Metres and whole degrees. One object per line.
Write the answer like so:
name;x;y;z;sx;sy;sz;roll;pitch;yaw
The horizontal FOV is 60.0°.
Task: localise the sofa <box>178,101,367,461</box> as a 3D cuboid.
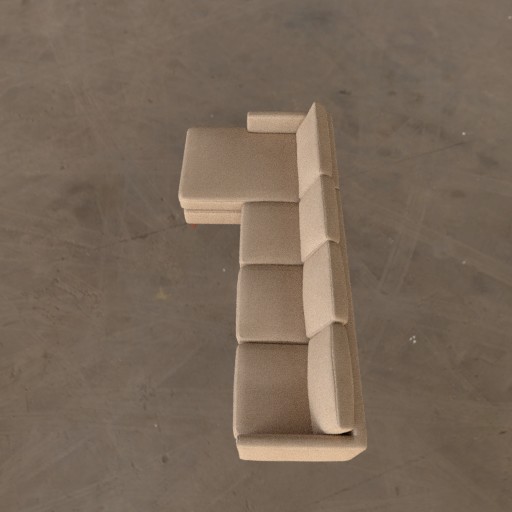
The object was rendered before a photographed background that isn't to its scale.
sofa;0.000;0.000;3.862;1.502;0.876;3.201;1;58;0
